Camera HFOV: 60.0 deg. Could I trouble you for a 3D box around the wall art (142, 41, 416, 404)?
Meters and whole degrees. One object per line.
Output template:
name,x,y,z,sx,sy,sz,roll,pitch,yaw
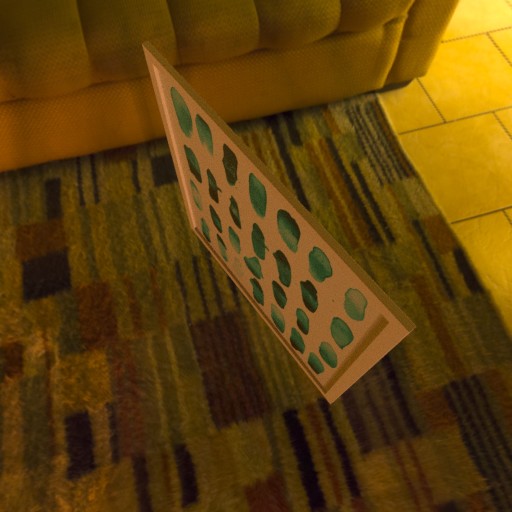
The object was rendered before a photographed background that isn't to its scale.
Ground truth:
wall art,0.000,0.000,0.672,0.009,0.457,0.456,-34,69,-15
